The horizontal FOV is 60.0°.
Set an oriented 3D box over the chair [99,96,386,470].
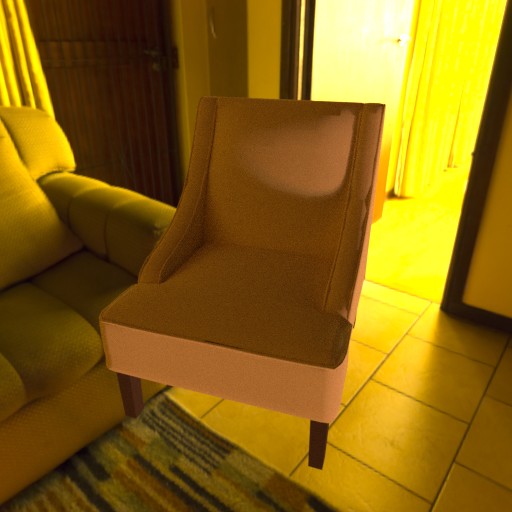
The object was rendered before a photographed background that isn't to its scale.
[{"bbox_3d":[0.000,0.000,1.441,0.689,0.886,0.806,8,27,16],"label":"chair"}]
